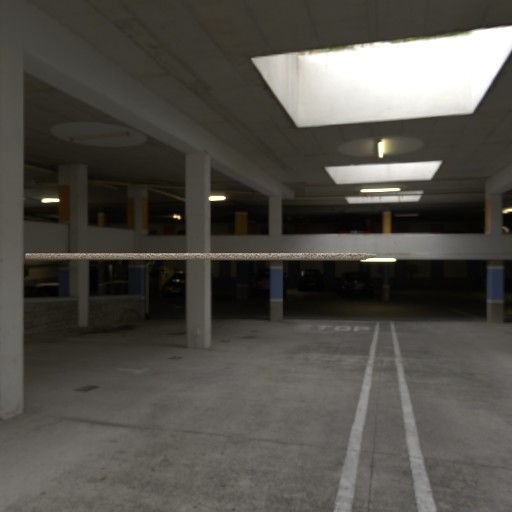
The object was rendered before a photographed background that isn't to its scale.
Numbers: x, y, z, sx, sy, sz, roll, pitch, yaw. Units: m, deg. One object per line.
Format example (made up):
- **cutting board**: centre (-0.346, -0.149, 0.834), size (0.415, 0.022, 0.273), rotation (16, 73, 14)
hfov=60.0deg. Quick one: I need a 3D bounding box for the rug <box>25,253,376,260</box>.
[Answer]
- **rug**: centre (0.000, 0.000, 2.923), size (1.500, 0.025, 2.346), rotation (0, 0, 16)
